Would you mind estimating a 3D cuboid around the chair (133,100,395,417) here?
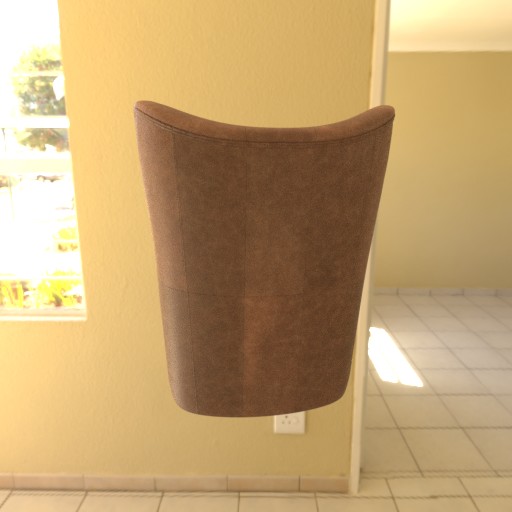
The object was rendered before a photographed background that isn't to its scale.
[{"bbox_3d":[0.000,0.000,1.734,0.831,1.079,0.930,-2,13,-9],"label":"chair"}]
